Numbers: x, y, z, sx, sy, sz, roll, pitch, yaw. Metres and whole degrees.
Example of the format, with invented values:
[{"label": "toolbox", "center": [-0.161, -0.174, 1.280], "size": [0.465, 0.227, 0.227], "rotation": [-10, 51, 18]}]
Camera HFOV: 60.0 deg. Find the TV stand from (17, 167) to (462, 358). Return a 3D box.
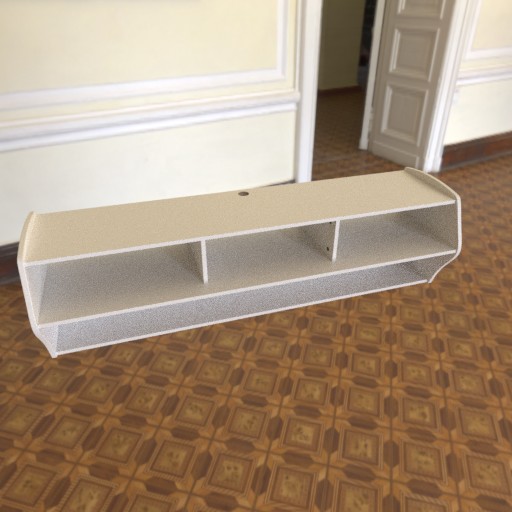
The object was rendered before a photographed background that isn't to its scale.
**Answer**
[{"label": "TV stand", "center": [0.000, 0.000, 1.624], "size": [1.473, 0.424, 0.397], "rotation": [-9, 32, -15]}]
